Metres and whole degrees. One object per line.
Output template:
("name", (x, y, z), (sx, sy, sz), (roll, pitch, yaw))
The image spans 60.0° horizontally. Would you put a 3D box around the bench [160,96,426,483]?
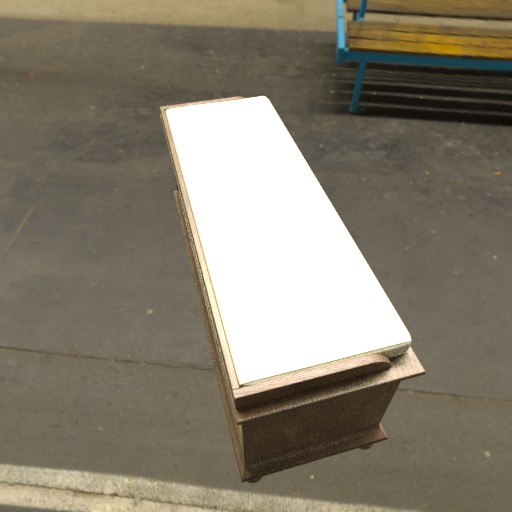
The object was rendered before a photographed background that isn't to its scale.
("bench", (0.000, 0.000, 1.415), (0.402, 0.501, 1.185), (-11, 48, -10))
